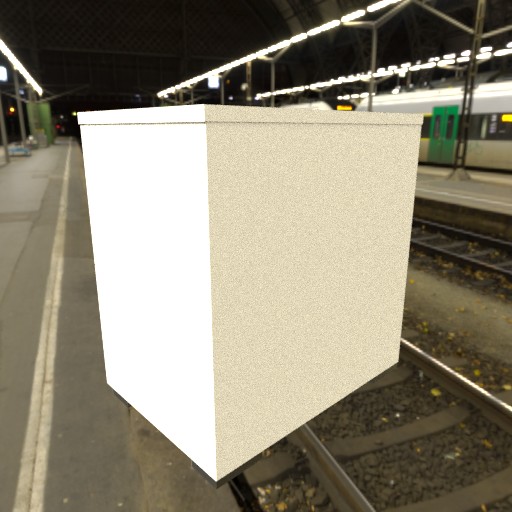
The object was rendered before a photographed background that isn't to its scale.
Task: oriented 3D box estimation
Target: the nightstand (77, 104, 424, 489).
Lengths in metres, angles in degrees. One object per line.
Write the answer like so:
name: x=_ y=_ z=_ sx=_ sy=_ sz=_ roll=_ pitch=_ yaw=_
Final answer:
nightstand: x=0.000 y=0.000 z=0.753 sx=0.441 sy=0.460 sz=0.325 roll=-14 pitch=21 yaw=-41
